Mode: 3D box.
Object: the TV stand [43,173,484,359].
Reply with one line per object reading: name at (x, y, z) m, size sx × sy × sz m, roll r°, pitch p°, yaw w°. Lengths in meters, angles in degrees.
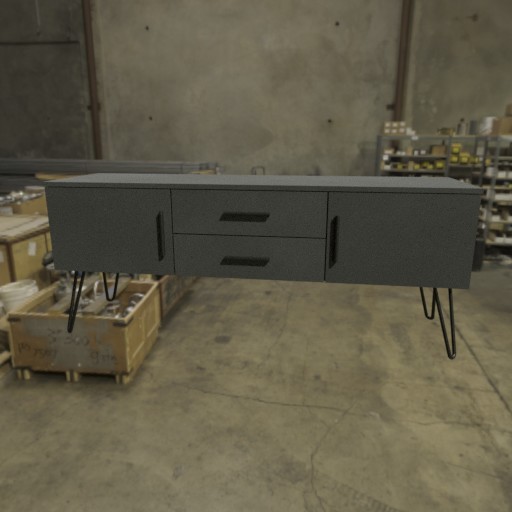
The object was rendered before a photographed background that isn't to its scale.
TV stand at (0.000, 0.000, 1.642) m, size 1.400 × 0.560 × 0.400 m, roll 2°, pitch 15°, yaw 8°
